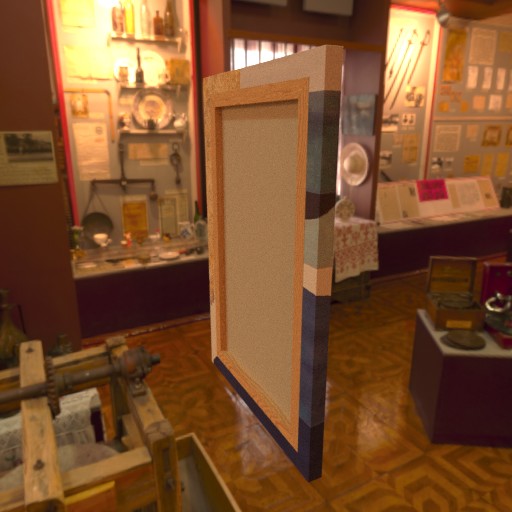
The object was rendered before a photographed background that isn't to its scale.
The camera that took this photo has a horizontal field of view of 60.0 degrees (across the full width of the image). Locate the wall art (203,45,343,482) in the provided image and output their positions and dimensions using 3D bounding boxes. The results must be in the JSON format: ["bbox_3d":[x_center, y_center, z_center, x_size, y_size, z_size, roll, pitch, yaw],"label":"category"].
[{"bbox_3d":[0.000,0.000,1.150,0.039,0.911,0.607,-8,18,-26],"label":"wall art"}]
